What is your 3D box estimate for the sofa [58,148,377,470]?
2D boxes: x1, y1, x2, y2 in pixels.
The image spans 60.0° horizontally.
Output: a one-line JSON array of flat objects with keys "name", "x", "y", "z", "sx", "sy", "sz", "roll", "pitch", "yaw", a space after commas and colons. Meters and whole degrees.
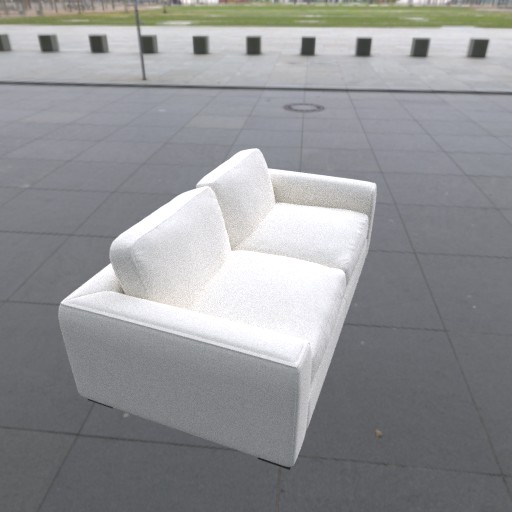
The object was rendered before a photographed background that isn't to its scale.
[{"name": "sofa", "x": 0.000, "y": 0.000, "z": 2.494, "sx": 1.069, "sy": 0.801, "sz": 1.920, "roll": 11, "pitch": 32, "yaw": 18}]
